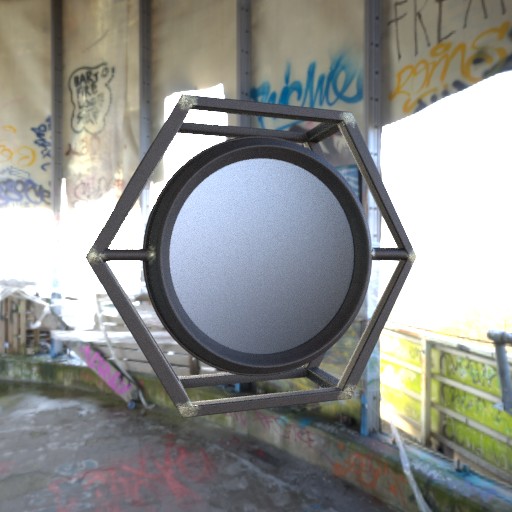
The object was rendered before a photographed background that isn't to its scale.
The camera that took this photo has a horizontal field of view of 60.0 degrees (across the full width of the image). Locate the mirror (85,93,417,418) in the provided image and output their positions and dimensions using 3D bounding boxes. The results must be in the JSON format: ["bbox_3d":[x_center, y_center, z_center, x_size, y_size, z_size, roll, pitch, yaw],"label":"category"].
[{"bbox_3d":[0.000,0.000,0.536,0.380,0.334,0.119,0,1,-18],"label":"mirror"}]
